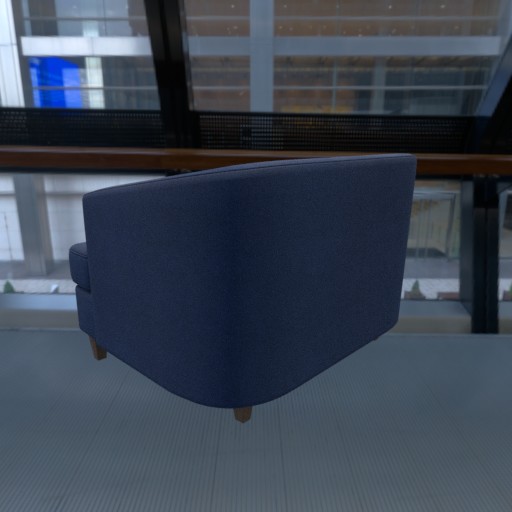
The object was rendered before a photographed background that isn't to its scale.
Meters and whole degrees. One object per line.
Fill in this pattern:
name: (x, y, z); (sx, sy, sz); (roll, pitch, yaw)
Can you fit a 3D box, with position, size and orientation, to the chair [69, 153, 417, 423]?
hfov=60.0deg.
chair: (0.000, 0.000, 1.737); (0.914, 0.787, 1.118); (14, 21, 42)
